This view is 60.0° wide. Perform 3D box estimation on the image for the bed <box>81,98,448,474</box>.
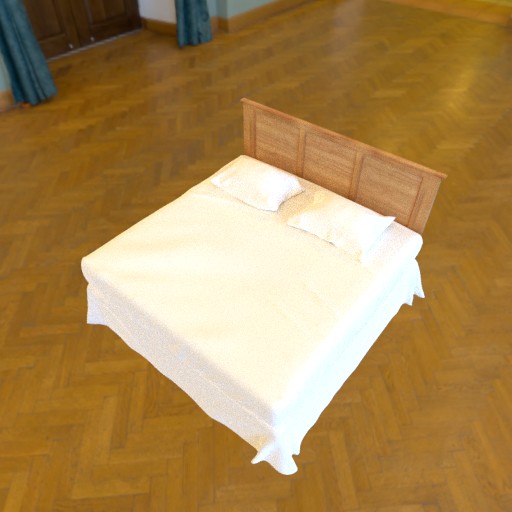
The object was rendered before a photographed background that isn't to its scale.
[{"bbox_3d":[0.000,0.000,3.600,2.317,1.270,2.215,30,52,27],"label":"bed"}]
